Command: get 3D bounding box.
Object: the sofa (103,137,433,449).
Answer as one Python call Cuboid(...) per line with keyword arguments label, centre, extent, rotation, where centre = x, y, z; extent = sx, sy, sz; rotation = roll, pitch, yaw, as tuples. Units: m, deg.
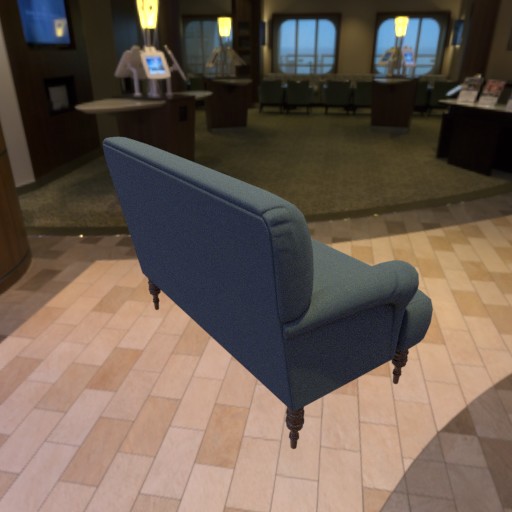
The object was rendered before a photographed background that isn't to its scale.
Cuboid(label="sofa", centre=(0.000, 0.000, 1.831), extent=(0.779, 0.889, 1.297), rotation=(-17, 30, -32))
